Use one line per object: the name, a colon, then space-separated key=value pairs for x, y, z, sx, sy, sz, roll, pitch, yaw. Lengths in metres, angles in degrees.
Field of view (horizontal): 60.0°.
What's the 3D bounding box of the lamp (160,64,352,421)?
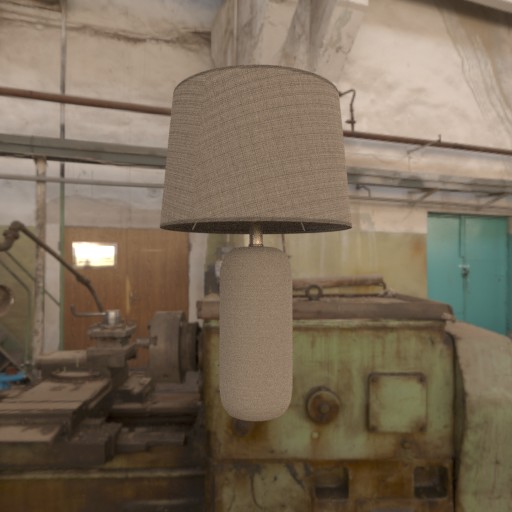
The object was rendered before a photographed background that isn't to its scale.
lamp: x=0.000 y=0.000 z=0.864 sx=0.367 sy=0.609 sz=0.367 roll=0 pitch=0 yaw=0
